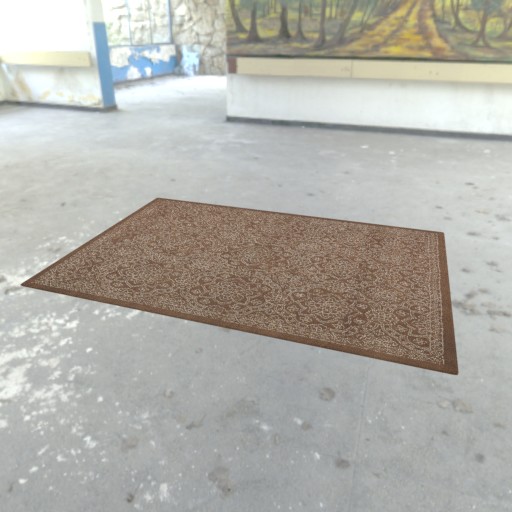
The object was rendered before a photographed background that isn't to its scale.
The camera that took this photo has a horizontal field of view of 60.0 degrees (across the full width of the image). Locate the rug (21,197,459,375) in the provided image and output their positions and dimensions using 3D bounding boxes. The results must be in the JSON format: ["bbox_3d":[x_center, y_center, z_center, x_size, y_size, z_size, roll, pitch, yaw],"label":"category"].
[{"bbox_3d":[0.000,0.000,2.243,1.829,0.010,1.219,9,28,16],"label":"rug"}]
